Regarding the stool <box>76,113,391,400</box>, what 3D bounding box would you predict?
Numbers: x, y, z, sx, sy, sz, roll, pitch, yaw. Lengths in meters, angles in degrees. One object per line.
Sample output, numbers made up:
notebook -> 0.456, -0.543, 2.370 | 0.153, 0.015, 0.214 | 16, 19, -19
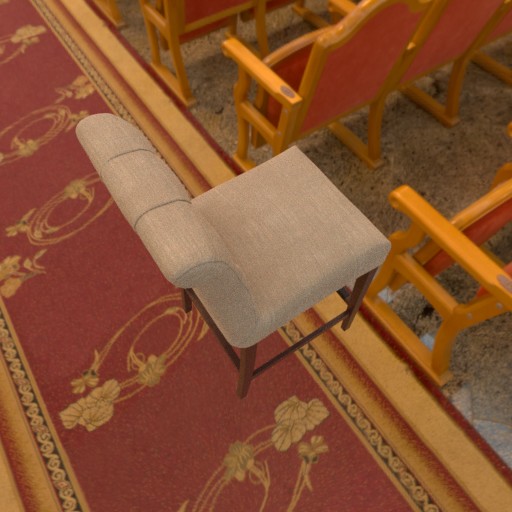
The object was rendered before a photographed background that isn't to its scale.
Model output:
stool -> 0.000, 0.000, 1.391 | 0.660, 1.084, 0.486 | -30, 63, -17
